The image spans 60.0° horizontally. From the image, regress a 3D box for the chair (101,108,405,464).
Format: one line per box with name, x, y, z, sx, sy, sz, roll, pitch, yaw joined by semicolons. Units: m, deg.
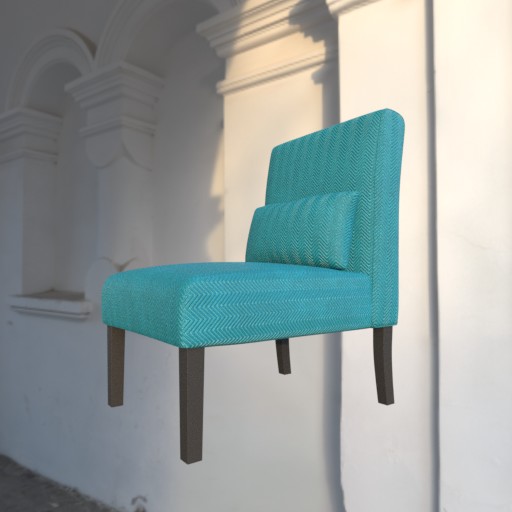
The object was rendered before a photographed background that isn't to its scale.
chair;0.000;0.000;1.408;0.808;0.927;0.579;1;-2;-37
